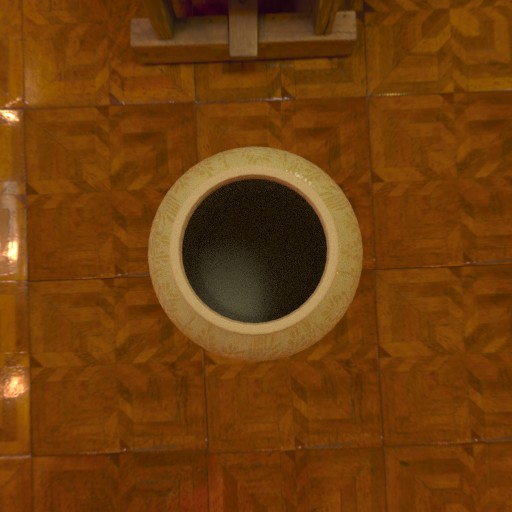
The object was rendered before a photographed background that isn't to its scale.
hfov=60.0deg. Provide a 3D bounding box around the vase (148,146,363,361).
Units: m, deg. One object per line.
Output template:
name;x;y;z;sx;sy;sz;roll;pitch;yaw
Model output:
vase;0.000;0.000;0.384;0.172;0.270;0.172;0;88;0
